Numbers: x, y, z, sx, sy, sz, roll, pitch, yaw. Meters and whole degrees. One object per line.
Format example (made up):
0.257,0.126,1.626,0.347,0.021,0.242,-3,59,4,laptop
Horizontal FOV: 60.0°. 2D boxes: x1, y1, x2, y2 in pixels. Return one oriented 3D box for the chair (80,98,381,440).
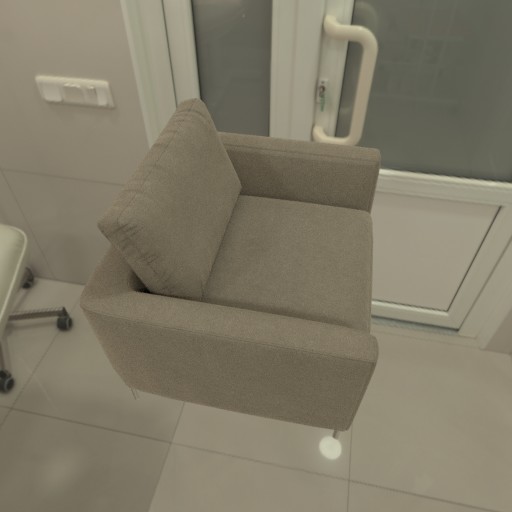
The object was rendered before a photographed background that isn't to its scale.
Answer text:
0.000,0.000,1.681,0.889,0.864,1.041,8,46,8,chair
